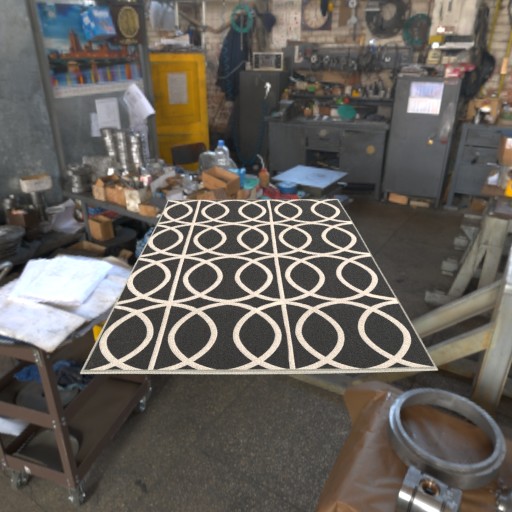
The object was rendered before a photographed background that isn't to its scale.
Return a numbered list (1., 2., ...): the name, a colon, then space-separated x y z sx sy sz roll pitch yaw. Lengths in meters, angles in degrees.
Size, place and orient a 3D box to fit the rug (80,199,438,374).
1. rug: 0.000 0.000 2.903 1.528 0.014 2.294 0 26 -1
